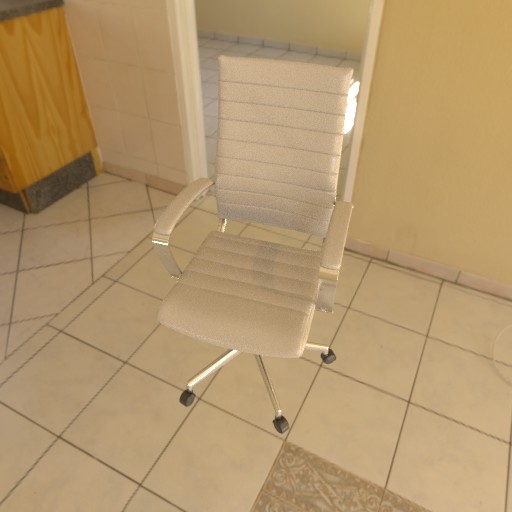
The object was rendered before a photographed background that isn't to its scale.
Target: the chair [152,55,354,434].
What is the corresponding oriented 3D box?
[{"bbox_3d":[0.000,0.000,1.572,0.679,1.149,0.667,12,42,13],"label":"chair"}]
